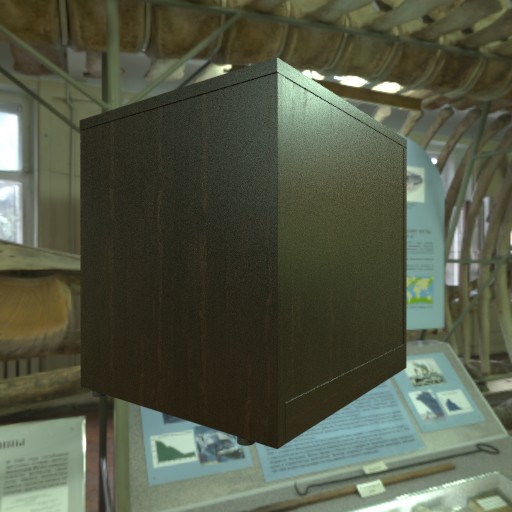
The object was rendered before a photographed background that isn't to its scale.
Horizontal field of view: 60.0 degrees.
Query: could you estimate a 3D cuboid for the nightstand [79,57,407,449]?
[{"bbox_3d":[0.000,0.000,0.863,0.427,0.487,0.489,0,0,37],"label":"nightstand"}]
